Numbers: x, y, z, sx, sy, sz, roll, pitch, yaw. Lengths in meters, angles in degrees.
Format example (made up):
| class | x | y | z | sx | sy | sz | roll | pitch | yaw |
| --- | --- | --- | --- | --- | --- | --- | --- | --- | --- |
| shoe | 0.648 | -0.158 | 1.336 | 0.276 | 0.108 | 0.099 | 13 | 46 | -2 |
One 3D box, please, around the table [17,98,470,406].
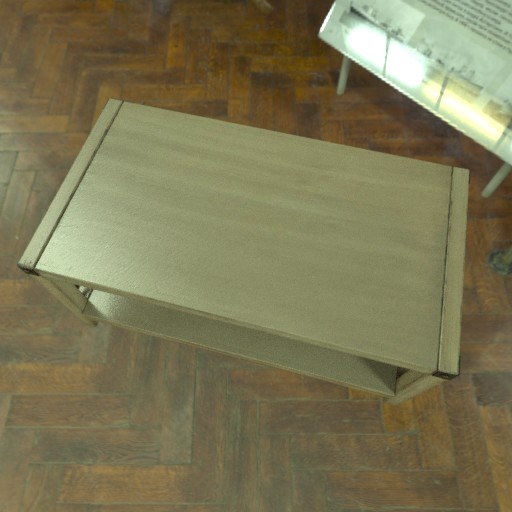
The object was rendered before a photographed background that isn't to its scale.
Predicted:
| class | x | y | z | sx | sy | sz | roll | pitch | yaw |
| --- | --- | --- | --- | --- | --- | --- | --- | --- | --- |
| table | 0.000 | 0.000 | 1.284 | 1.016 | 0.456 | 0.559 | 13 | 64 | 7 |
